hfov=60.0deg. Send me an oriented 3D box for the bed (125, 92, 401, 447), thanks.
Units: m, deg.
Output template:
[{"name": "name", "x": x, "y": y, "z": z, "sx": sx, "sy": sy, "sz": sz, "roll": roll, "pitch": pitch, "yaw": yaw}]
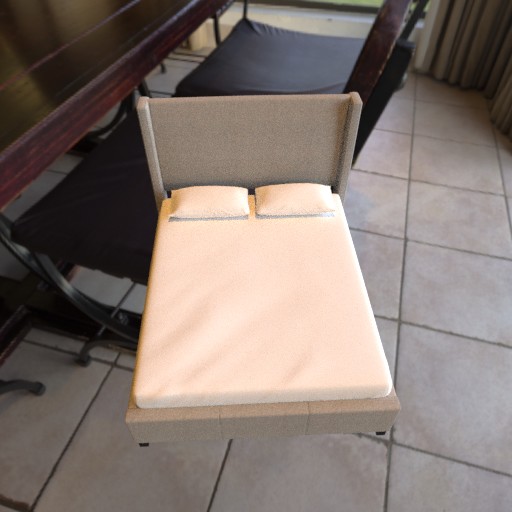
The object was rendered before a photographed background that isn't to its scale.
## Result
[{"name": "bed", "x": 0.000, "y": 0.000, "z": 3.348, "sx": 1.774, "sy": 1.491, "sz": 2.222, "roll": -2, "pitch": 46, "yaw": -2}]
